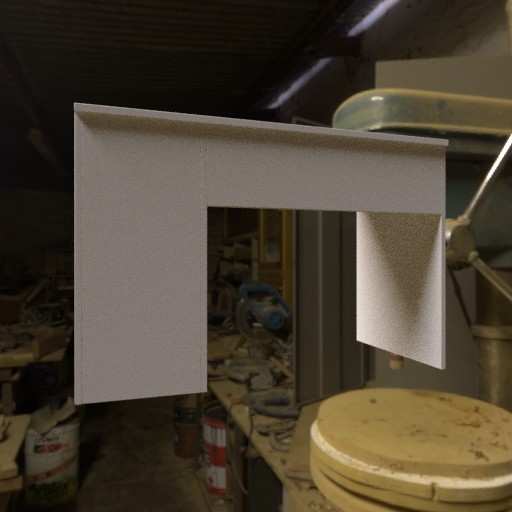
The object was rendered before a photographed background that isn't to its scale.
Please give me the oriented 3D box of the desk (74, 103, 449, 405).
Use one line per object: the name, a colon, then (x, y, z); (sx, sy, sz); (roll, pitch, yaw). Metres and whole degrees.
desk: (0.000, 0.000, 1.492); (1.096, 0.730, 0.560); (0, 0, -18)
